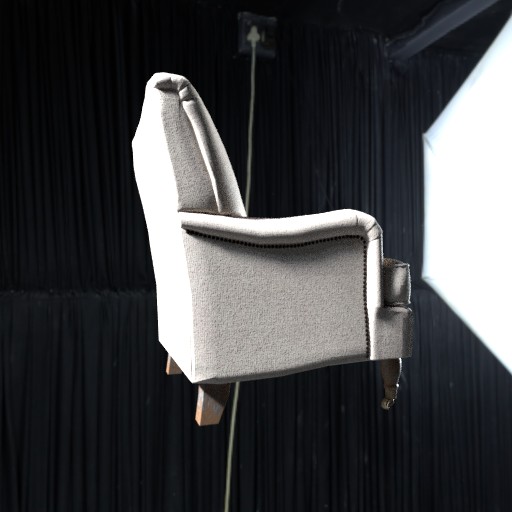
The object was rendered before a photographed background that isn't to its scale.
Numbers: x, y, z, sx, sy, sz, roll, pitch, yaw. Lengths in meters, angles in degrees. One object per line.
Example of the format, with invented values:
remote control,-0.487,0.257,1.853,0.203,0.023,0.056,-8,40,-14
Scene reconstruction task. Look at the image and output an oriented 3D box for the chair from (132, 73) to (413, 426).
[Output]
chair,0.000,0.000,1.840,0.953,1.119,0.879,0,-1,-19
